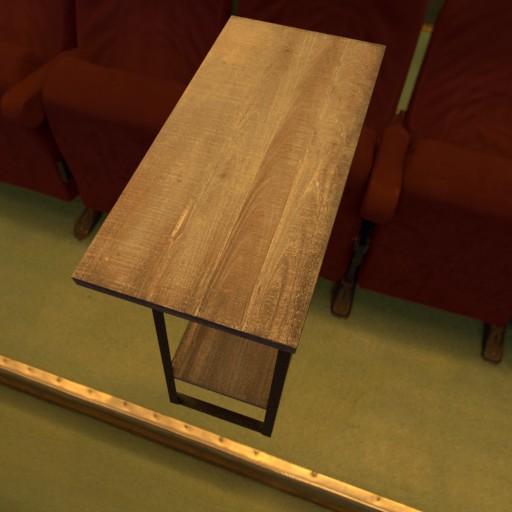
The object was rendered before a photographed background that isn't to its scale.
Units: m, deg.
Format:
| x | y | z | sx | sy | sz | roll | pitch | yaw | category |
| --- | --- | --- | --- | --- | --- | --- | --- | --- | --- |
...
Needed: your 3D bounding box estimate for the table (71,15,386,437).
| x | y | z | sx | sy | sz | roll | pitch | yaw | category |
| --- | --- | --- | --- | --- | --- | --- | --- | --- | --- |
| 0.000 | 0.000 | 0.986 | 0.300 | 0.701 | 0.599 | 16 | 61 | 9 | table |
